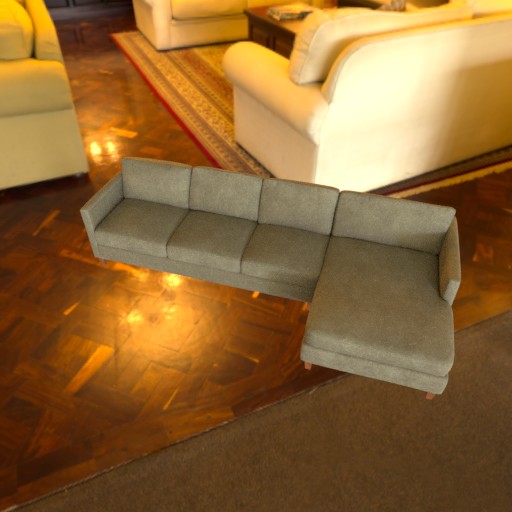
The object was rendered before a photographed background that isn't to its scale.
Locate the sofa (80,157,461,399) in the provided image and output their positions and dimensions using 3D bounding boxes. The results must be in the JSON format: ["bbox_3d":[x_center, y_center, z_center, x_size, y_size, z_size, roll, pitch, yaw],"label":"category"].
[{"bbox_3d":[0.000,0.000,4.089,3.471,0.950,1.604,11,42,13],"label":"sofa"}]
